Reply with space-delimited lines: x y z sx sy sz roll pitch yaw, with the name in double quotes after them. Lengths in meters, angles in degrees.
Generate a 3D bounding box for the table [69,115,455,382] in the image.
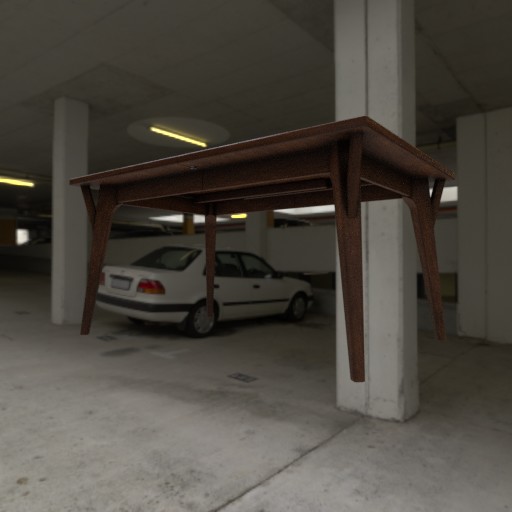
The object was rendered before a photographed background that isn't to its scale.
0.000 0.000 2.078 1.524 0.761 0.990 -1 -1 37 "table"
